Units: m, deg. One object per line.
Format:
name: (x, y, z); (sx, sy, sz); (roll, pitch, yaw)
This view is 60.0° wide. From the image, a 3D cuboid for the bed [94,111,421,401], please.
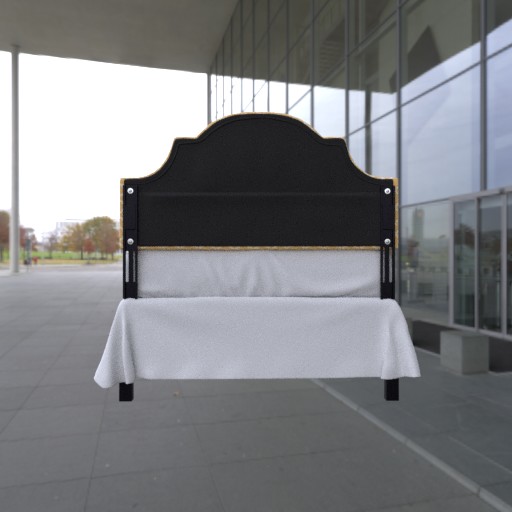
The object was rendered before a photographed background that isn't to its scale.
bed: (0.000, 0.000, 3.465); (1.780, 1.633, 2.222); (0, 0, 0)
